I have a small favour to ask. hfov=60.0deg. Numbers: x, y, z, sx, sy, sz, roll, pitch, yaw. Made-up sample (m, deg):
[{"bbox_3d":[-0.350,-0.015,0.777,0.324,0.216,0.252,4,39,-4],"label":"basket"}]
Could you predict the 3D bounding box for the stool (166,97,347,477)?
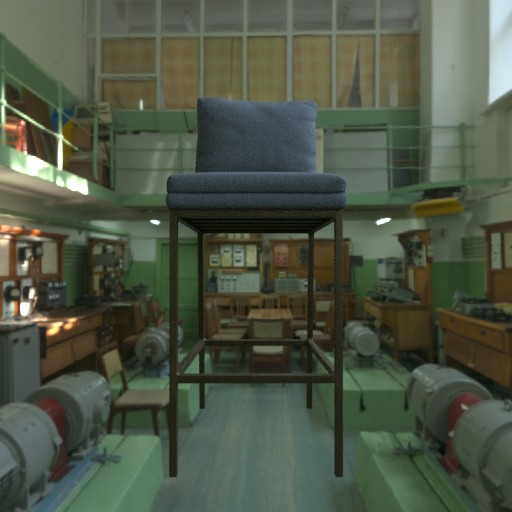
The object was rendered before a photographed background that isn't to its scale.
[{"bbox_3d":[0.000,0.000,1.400,0.463,1.130,0.569,0,0,0],"label":"stool"}]
